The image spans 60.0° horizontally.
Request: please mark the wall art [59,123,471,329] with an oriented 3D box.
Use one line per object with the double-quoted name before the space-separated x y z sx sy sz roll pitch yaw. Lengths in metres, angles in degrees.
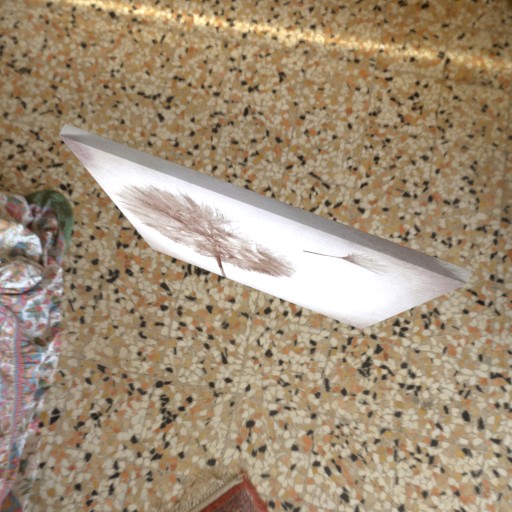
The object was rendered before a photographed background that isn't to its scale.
"wall art" 0.000 0.000 1.142 0.762 0.762 0.027 21 76 5
